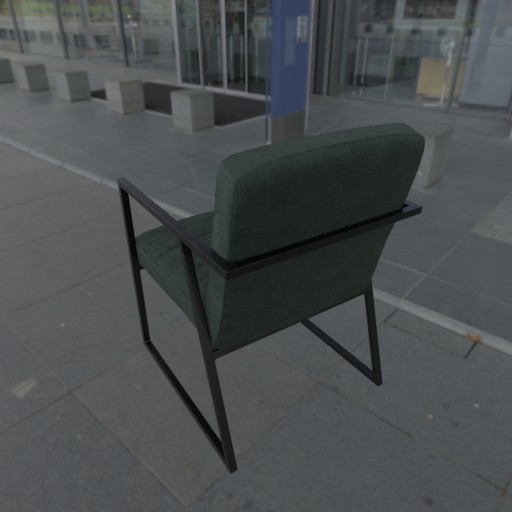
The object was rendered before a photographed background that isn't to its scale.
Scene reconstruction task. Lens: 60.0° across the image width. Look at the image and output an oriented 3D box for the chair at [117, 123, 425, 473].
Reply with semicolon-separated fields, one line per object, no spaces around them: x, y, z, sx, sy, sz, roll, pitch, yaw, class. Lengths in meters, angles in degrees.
0.000;0.000;1.308;0.571;0.833;0.677;-18;34;-29;chair
